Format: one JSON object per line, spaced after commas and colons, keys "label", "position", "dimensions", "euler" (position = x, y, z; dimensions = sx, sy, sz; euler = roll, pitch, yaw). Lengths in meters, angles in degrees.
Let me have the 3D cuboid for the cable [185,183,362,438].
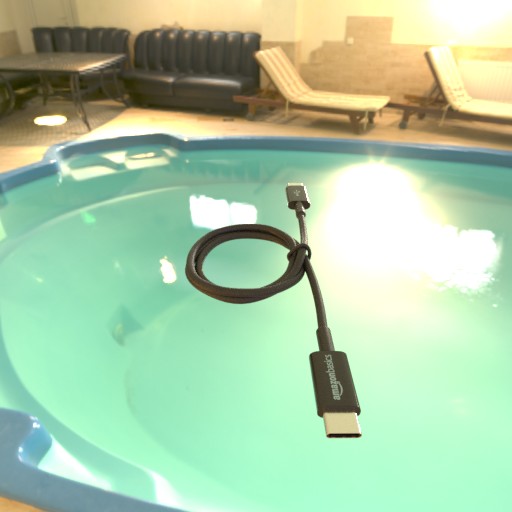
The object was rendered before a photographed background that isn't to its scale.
{"label": "cable", "position": [0.000, 0.000, 0.222], "dimensions": [0.070, 0.014, 0.203], "euler": [0, 31, 0]}
